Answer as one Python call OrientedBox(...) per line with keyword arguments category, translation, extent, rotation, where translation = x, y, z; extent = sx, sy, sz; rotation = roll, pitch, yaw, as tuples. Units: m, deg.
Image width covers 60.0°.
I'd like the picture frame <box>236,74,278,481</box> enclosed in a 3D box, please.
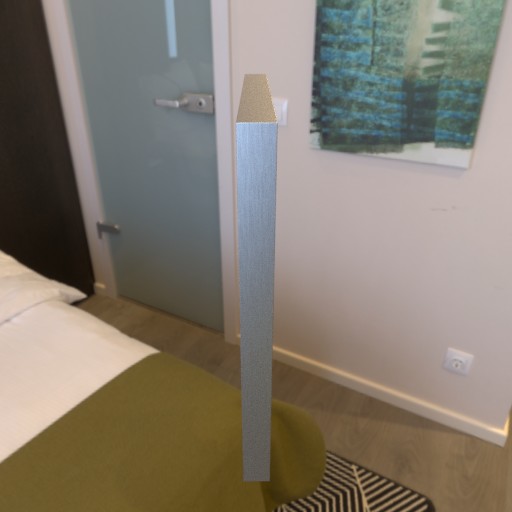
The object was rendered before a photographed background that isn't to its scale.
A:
OrientedBox(category="picture frame", translation=(0.000, 0.000, 1.372), extent=(0.073, 0.968, 0.839), rotation=(0, 28, 0))
